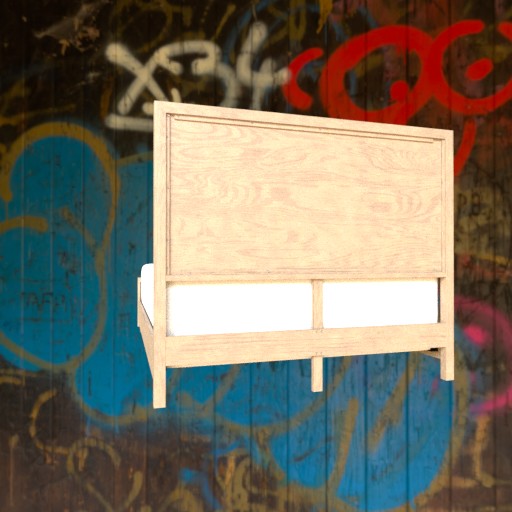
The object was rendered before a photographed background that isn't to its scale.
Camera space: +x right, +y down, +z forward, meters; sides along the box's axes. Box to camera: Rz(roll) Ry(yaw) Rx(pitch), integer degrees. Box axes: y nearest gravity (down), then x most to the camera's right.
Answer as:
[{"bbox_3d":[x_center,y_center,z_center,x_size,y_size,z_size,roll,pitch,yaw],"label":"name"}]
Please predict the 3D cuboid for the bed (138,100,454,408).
[{"bbox_3d":[0.000,0.000,3.249,1.606,1.369,2.189,0,0,-17],"label":"bed"}]
